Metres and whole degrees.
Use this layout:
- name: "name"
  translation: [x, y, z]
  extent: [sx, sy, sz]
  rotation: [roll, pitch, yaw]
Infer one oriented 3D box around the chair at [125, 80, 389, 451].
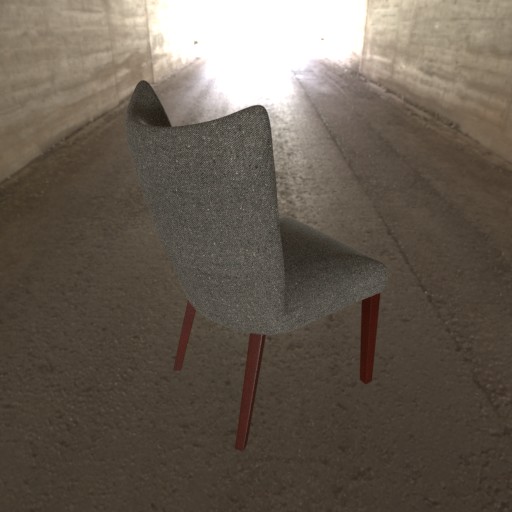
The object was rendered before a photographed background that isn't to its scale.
- name: "chair"
  translation: [0.000, 0.000, 1.270]
  extent: [0.623, 0.924, 0.535]
  rotation: [-18, 33, -31]
